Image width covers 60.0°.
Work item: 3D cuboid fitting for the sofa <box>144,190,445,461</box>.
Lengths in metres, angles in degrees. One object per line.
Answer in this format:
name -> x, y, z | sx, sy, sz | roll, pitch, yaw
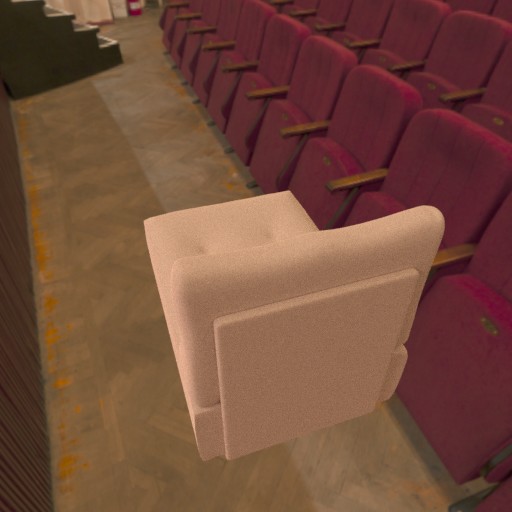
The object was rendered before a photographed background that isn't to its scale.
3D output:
sofa -> 0.000, 0.000, 1.578 | 0.700, 0.820, 1.000 | -13, 42, -14
